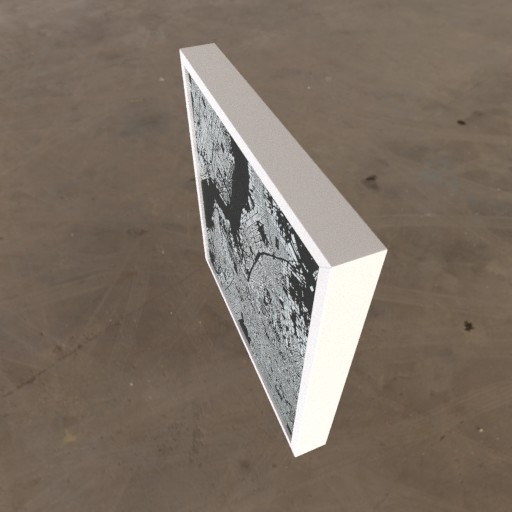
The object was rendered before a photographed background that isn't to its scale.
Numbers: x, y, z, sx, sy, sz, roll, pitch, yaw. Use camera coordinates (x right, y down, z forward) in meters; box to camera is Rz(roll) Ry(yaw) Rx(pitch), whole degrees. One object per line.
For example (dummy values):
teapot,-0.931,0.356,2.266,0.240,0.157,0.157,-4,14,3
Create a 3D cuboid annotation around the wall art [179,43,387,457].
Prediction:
wall art,0.000,0.000,0.454,0.037,0.305,0.305,-17,50,-15
